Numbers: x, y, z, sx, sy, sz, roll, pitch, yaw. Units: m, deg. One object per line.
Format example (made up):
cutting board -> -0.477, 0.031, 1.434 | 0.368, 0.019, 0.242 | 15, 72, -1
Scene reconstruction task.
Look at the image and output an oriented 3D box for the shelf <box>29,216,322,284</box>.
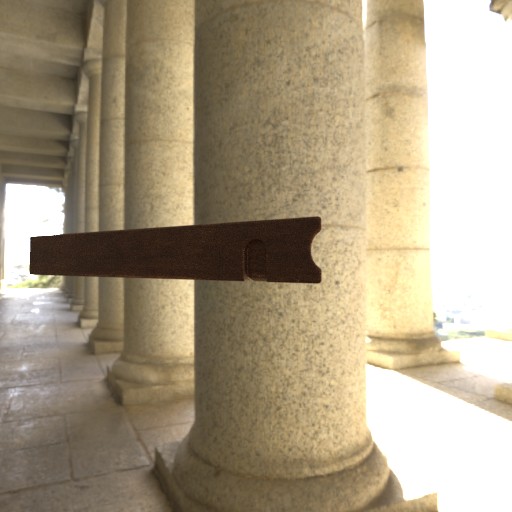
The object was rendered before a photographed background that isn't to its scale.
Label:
shelf -> 0.000, 0.000, 0.434 | 0.296, 0.035, 0.296 | -1, -1, 36
